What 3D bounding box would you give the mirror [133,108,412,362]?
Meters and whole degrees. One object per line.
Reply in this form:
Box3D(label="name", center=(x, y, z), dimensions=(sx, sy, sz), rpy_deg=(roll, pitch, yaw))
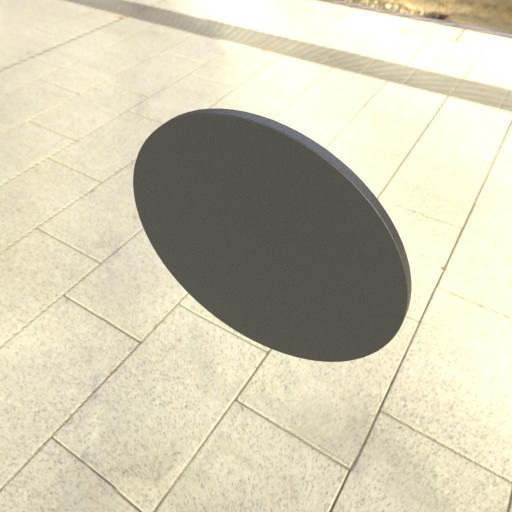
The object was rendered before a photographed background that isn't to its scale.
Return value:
Box3D(label="mirror", center=(0.000, 0.000, 1.575), dimensions=(1.077, 1.077, 0.036), rpy_deg=(23, 51, 20))
